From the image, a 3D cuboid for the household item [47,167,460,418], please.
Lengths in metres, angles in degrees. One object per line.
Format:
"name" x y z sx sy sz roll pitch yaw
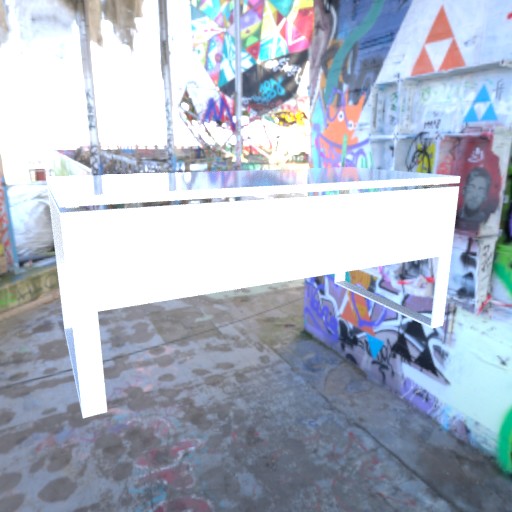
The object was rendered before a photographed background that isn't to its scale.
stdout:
"household item" 0.000 0.000 2.106 1.700 0.745 0.800 -7 16 -26
